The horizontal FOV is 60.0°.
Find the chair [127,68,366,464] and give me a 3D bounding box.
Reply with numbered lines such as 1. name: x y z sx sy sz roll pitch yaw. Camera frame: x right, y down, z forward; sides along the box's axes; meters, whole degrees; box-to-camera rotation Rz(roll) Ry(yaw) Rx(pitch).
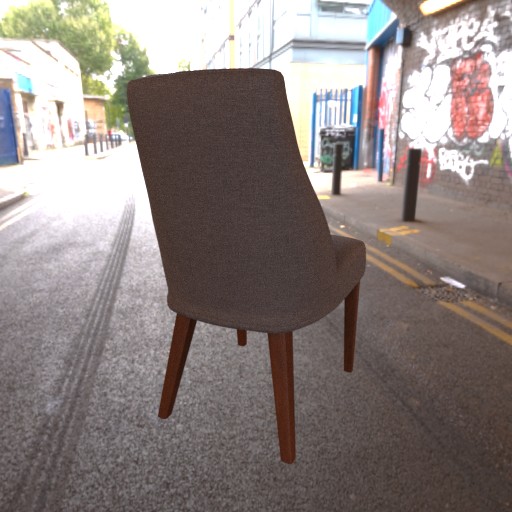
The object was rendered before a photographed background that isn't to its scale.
1. chair: 0.000 0.000 1.268 0.500 0.930 0.620 8 18 26
